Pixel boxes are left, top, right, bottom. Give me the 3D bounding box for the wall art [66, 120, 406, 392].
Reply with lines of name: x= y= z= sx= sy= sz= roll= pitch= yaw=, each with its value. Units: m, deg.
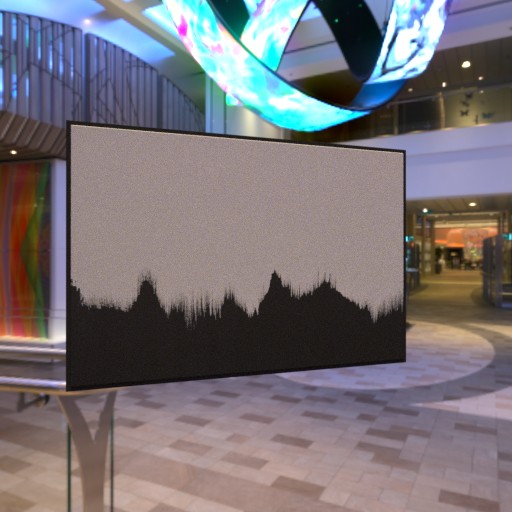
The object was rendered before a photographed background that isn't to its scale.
wall art: x=0.000 y=0.000 z=1.506 sx=1.190 sy=0.805 sz=0.028 roll=0 pitch=0 yaw=-18
